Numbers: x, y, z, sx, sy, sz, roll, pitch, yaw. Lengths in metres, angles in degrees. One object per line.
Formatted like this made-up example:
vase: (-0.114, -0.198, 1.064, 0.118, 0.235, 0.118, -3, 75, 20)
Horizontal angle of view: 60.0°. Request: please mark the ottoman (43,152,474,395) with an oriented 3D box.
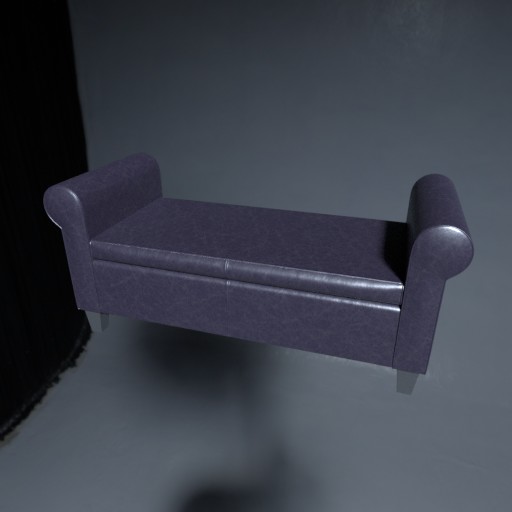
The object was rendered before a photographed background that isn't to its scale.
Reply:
ottoman: (0.000, 0.000, 1.539, 1.256, 0.547, 0.521, 8, 26, 16)
